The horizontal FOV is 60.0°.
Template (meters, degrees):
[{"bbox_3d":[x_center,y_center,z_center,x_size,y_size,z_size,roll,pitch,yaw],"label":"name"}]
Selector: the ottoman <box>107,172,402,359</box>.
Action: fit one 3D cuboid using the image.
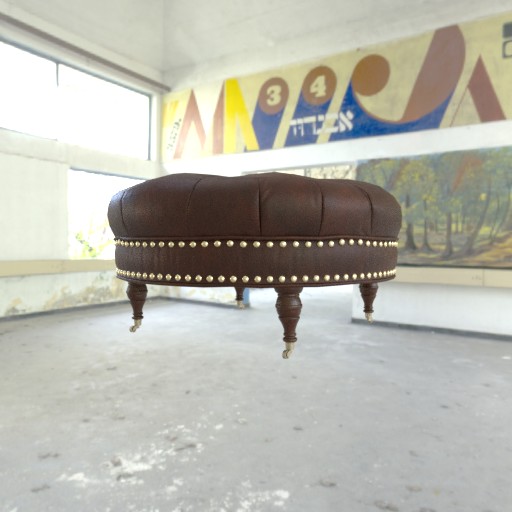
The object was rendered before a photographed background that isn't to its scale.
[{"bbox_3d":[0.000,0.000,1.405,0.901,0.455,0.901,0,2,0],"label":"ottoman"}]
